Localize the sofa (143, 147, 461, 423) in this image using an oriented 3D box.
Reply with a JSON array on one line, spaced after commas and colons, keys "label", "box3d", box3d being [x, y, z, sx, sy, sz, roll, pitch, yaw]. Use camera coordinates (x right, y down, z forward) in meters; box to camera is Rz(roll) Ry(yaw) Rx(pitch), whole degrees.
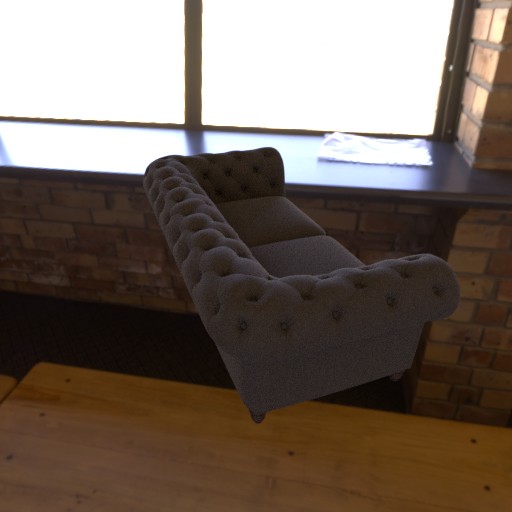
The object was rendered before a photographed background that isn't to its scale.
[{"label": "sofa", "box3d": [0.000, 0.000, 2.496, 0.986, 0.764, 1.998, -10, 31, -18]}]
